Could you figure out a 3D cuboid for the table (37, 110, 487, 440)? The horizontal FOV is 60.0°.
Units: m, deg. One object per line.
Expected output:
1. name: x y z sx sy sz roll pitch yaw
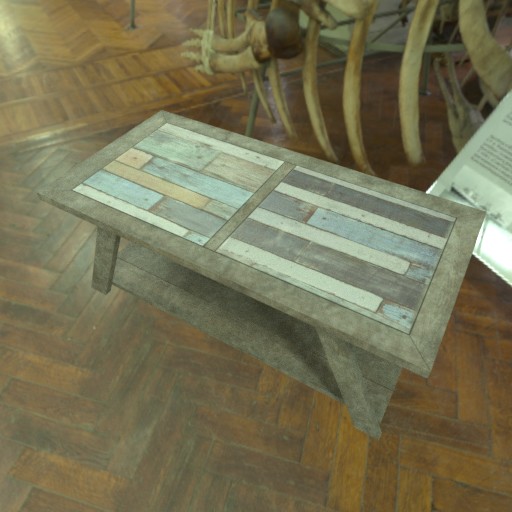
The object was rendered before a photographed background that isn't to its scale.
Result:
1. table: 0.000 0.000 1.506 1.219 0.470 0.610 23 50 21
